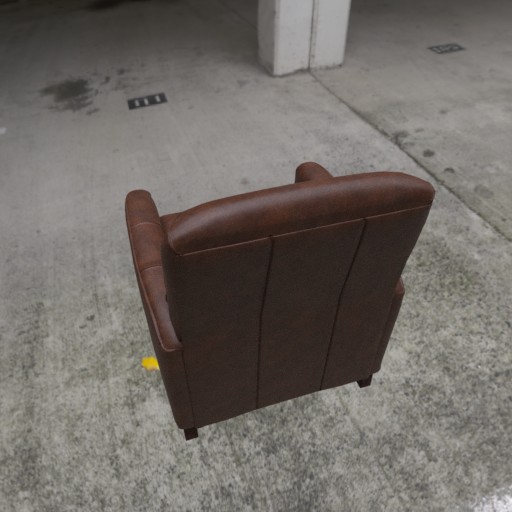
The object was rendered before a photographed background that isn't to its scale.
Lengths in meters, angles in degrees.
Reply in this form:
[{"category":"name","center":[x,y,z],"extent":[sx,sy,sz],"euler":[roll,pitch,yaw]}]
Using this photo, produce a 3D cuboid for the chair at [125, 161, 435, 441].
[{"category":"chair","center":[0.000,0.000,1.586],"extent":[0.839,1.010,0.850],"euler":[-12,42,-14]}]
